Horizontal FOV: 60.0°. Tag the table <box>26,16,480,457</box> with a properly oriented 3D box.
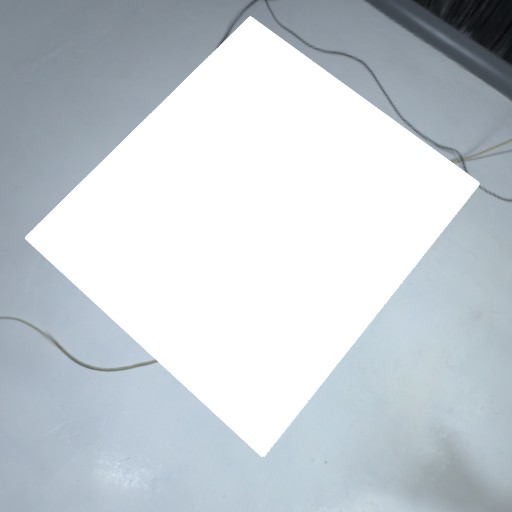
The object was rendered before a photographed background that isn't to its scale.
[{"bbox_3d":[0.000,0.000,0.905,0.442,0.565,0.488,40,80,9],"label":"table"}]
